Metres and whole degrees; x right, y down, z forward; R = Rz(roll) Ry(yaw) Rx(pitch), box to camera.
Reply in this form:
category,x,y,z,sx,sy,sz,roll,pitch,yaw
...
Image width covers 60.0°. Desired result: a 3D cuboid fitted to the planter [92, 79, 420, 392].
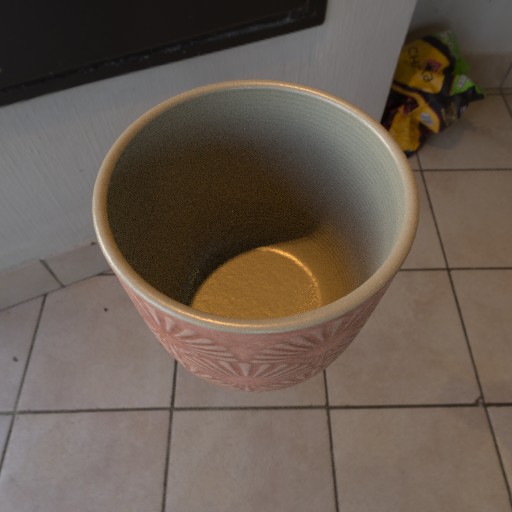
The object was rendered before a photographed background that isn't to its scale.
category,x,y,z,sx,sy,sz,roll,pitch,yaw
planter,0.000,0.000,0.216,0.124,0.109,0.124,0,58,0
